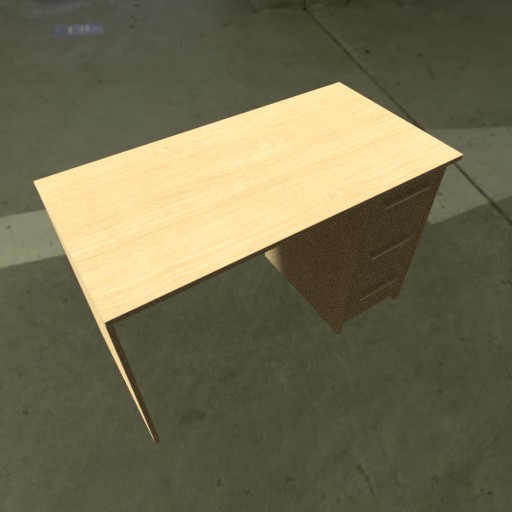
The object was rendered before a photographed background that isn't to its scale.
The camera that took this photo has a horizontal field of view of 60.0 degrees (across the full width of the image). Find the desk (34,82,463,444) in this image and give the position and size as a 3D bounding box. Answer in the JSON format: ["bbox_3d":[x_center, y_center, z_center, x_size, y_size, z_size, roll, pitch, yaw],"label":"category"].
[{"bbox_3d":[0.000,0.000,1.530,1.097,0.735,0.560,-25,52,-22],"label":"desk"}]
